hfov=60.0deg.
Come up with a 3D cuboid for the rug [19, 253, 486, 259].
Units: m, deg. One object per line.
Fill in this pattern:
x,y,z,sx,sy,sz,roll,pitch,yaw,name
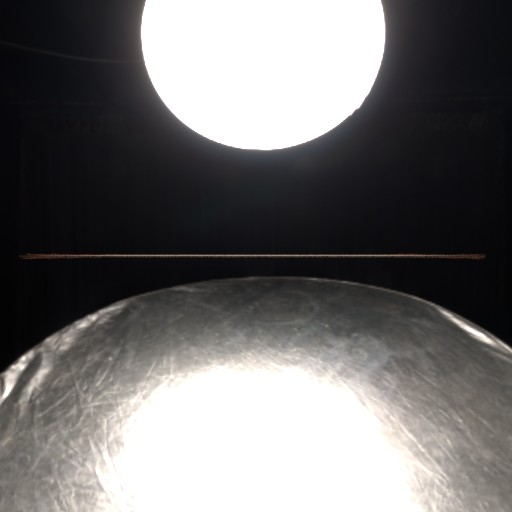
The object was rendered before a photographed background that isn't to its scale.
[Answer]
0.000,0.000,2.538,2.085,0.027,1.224,0,0,0,rug
